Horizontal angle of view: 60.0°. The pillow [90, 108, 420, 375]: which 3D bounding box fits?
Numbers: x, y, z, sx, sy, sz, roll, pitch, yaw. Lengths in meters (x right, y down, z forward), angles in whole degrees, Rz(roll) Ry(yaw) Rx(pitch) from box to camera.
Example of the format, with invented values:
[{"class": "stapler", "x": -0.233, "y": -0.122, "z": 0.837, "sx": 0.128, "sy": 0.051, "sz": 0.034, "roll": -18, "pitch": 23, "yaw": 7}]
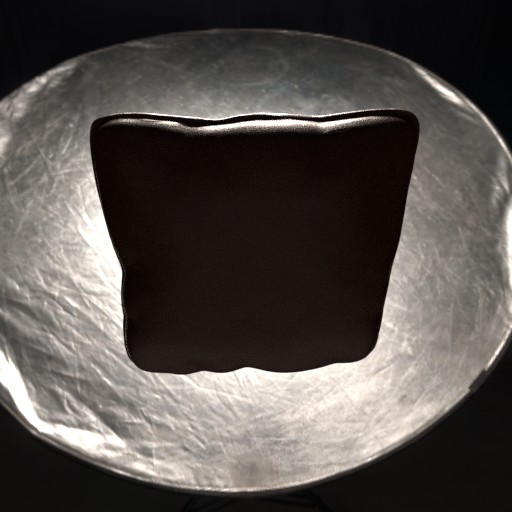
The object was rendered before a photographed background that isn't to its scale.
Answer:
[{"class": "pillow", "x": 0.000, "y": 0.000, "z": 0.819, "sx": 0.532, "sy": 0.523, "sz": 0.236, "roll": -2, "pitch": 30, "yaw": -4}]
